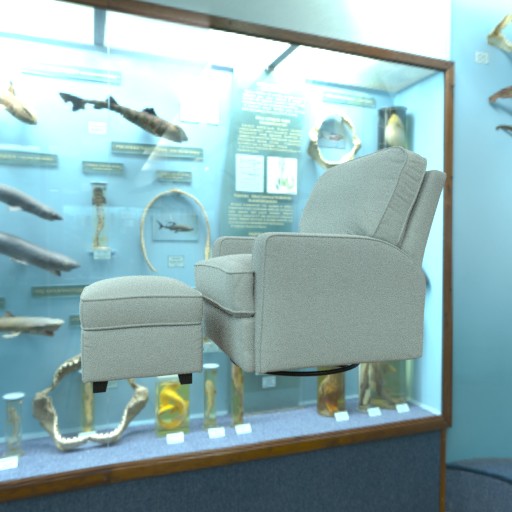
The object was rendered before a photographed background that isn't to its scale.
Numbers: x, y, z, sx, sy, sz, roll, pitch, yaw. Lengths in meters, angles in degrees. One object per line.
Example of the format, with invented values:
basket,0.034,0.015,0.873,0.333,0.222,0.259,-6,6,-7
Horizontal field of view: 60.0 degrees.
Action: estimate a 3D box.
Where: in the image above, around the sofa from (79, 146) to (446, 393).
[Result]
sofa,0.000,0.000,2.009,1.472,0.959,0.861,0,1,-18
